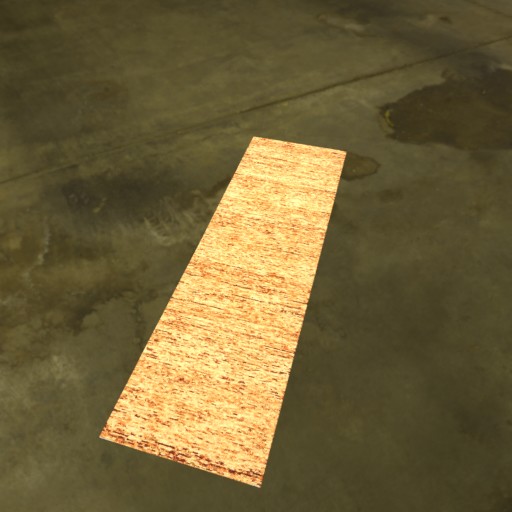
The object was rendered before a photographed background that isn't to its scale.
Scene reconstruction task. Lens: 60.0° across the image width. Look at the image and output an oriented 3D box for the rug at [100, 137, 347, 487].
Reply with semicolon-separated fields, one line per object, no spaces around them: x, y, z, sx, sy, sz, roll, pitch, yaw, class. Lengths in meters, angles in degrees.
0.000;0.000;2.441;0.680;0.014;2.237;12;49;11;rug
